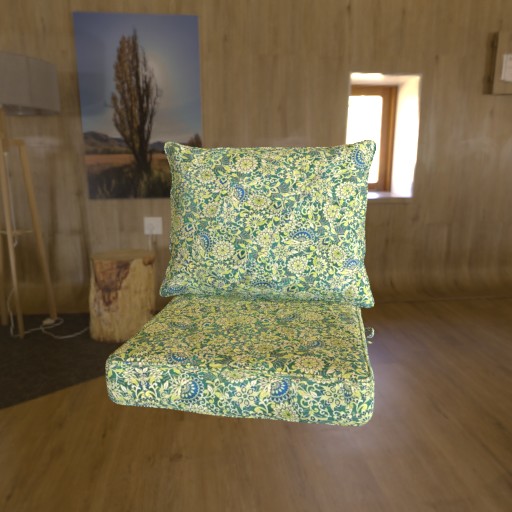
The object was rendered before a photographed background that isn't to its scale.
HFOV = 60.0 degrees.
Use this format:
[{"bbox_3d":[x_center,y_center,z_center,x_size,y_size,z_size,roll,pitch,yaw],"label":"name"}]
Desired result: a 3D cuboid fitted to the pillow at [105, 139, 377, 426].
[{"bbox_3d":[0.000,0.000,1.383,0.798,0.722,0.740,2,13,9],"label":"pillow"}]
